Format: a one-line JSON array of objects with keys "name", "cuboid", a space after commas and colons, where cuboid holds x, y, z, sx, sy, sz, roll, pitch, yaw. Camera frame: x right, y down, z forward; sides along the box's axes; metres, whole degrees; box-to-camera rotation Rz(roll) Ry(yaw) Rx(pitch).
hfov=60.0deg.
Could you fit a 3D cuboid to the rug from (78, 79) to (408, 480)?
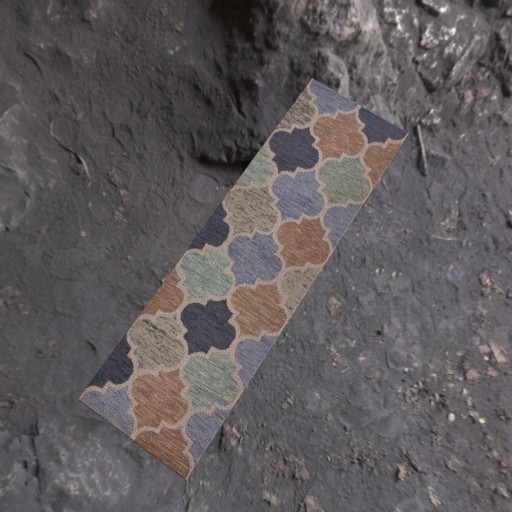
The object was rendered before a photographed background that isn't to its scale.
[{"name": "rug", "cuboid": [0.000, 0.000, 2.472, 0.687, 0.011, 2.287, 33, 78, 8]}]
